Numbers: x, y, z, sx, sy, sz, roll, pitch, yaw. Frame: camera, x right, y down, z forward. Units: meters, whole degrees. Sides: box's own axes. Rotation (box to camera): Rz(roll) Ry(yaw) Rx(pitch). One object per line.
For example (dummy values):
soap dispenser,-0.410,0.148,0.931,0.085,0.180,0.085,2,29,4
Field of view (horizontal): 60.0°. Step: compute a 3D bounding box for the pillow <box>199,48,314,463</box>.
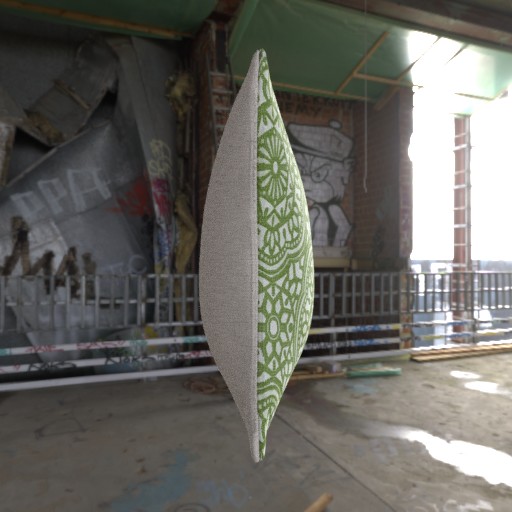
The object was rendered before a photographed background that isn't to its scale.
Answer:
pillow,0.000,0.000,0.662,0.162,0.419,0.440,0,-1,-1
